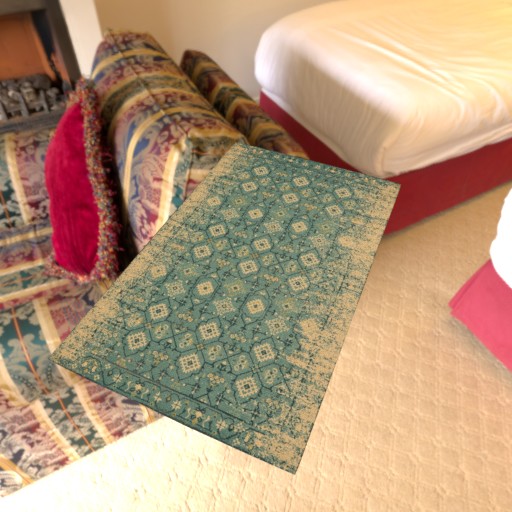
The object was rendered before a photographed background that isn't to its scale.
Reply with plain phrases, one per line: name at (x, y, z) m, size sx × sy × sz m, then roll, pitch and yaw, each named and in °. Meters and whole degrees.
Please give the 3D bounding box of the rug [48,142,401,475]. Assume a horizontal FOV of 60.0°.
rug at (0.000, 0.000, 2.242) m, size 1.102 × 0.008 × 1.795 m, roll 18°, pitch 50°, yaw 16°
